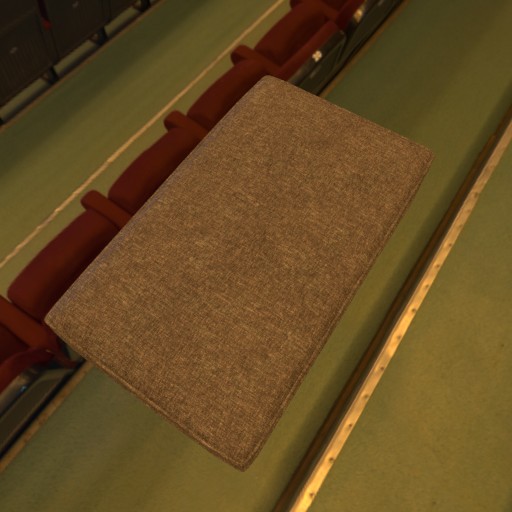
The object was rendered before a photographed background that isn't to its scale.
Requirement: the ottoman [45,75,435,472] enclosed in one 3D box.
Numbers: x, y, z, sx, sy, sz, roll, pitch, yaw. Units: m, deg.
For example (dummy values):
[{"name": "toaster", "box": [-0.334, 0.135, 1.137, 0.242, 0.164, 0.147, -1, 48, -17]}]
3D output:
[{"name": "ottoman", "box": [0.000, 0.000, 1.535, 0.717, 0.487, 1.184, 31, 67, 14]}]
